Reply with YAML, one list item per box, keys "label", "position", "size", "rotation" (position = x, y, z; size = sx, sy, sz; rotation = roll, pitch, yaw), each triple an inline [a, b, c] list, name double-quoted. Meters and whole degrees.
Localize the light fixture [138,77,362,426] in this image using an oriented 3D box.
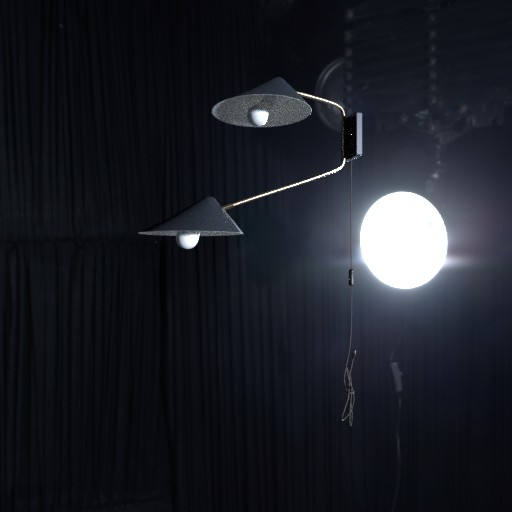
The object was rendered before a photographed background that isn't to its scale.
- label: "light fixture"
  position: [0.000, 0.000, 0.820]
  size: [0.422, 0.665, 0.189]
  rotation: [0, 0, -16]
